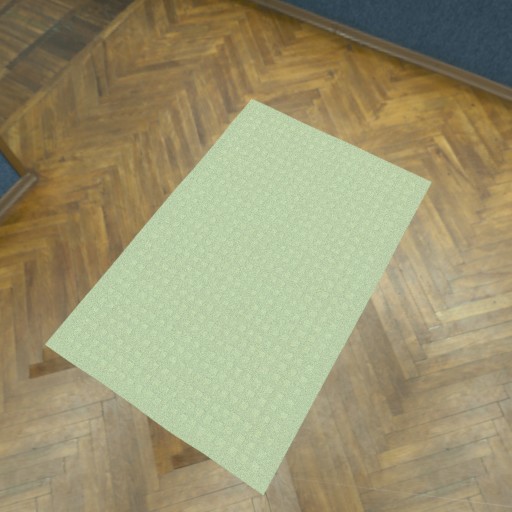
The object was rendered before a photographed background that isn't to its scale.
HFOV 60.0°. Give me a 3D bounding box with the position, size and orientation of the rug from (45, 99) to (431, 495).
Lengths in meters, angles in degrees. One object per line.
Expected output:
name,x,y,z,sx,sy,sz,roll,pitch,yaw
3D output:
rug,0.000,0.000,2.182,1.143,0.006,1.747,29,67,13
